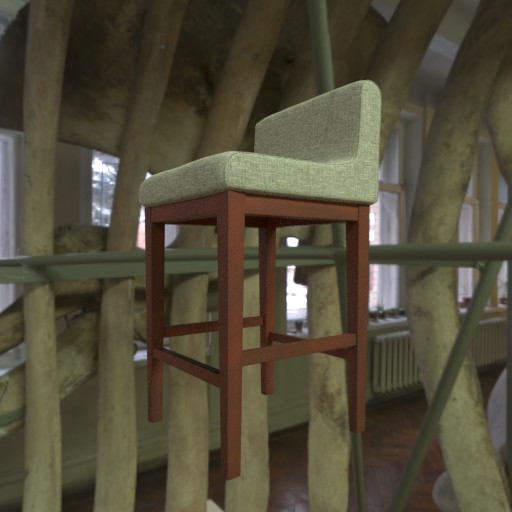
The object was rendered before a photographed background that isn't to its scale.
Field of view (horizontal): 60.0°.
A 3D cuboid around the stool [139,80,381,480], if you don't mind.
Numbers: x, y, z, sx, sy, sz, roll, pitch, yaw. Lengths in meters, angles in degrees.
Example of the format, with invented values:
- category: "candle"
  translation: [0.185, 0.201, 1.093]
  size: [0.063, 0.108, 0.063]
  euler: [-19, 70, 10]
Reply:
- category: "stool"
  translation: [0.000, 0.000, 1.093]
  size: [0.459, 0.835, 0.417]
  euler: [0, 1, -37]
